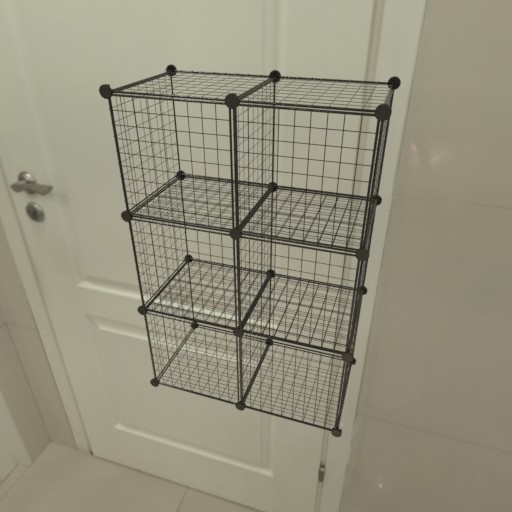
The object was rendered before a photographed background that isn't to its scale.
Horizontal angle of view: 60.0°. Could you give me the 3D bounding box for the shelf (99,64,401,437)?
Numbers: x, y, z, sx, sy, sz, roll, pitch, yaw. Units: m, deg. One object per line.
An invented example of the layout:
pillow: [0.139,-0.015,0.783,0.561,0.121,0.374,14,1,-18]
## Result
shelf: [0.000,0.000,1.428,0.711,1.067,0.356,10,33,16]
